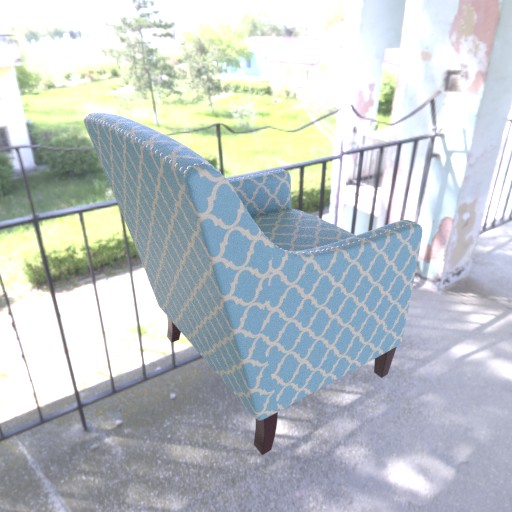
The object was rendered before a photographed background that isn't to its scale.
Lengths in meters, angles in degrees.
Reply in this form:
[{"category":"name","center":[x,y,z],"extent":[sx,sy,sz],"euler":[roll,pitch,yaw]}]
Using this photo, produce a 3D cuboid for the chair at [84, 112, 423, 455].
[{"category":"chair","center":[0.000,0.000,1.291],"extent":[0.686,0.817,0.617],"euler":[-18,33,-30]}]
